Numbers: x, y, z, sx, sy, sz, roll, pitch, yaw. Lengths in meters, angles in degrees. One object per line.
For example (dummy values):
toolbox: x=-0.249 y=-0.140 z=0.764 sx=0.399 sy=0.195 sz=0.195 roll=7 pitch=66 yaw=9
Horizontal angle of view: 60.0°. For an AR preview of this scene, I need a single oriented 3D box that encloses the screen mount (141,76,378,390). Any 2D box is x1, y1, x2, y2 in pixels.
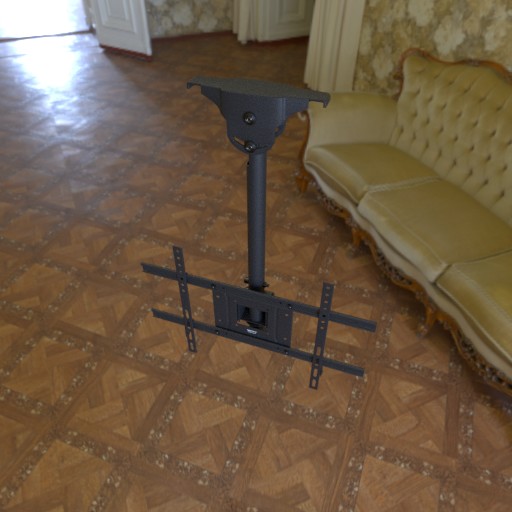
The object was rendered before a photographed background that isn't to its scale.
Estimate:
screen mount: x=0.000 y=0.000 z=1.027 sx=0.595 sy=0.775 sz=0.090 roll=13 pitch=43 yaw=15
